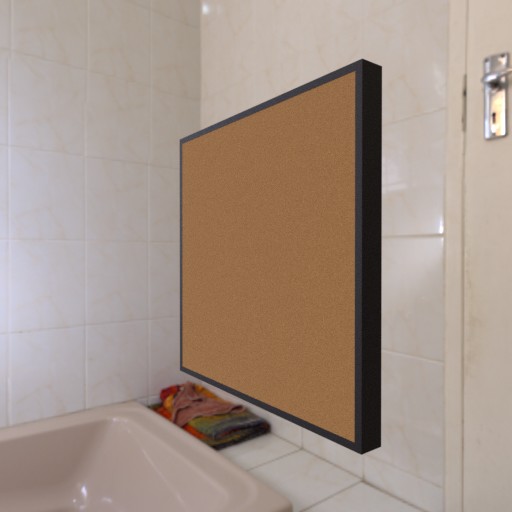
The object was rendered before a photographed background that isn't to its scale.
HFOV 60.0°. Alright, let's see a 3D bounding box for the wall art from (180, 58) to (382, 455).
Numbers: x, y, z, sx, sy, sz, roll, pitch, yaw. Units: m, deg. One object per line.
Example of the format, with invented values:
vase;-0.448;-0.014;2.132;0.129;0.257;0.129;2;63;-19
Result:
wall art;0.000;0.000;0.785;0.040;0.509;0.509;0;1;-37
